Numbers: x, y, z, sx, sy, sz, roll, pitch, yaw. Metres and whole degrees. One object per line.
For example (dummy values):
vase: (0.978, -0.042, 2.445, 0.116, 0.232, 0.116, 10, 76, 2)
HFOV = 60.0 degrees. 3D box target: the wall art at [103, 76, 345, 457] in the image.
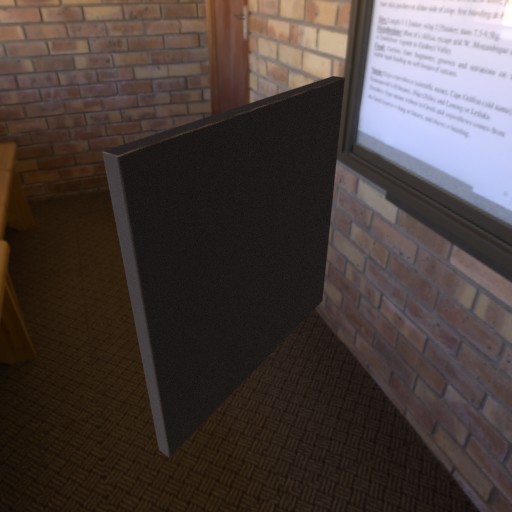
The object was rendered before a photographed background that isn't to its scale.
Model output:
wall art: (0.000, 0.000, 0.456, 0.015, 0.303, 0.304, 21, 38, 30)
